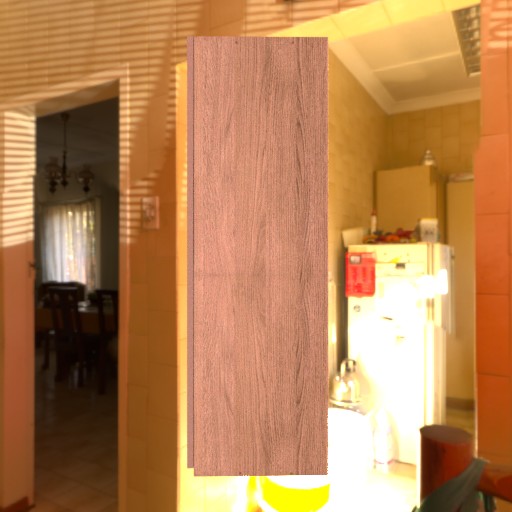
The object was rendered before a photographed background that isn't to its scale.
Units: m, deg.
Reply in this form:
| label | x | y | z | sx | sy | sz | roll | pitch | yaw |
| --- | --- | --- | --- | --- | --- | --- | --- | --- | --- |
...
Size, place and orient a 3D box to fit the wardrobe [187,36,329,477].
| label | x | y | z | sx | sy | sz | roll | pitch | yaw |
| --- | --- | --- | --- | --- | --- | --- | --- | --- | --- |
| wardrobe | 0.000 | 0.000 | 2.859 | 0.629 | 1.960 | 1.780 | 0 | 0 | -1 |
